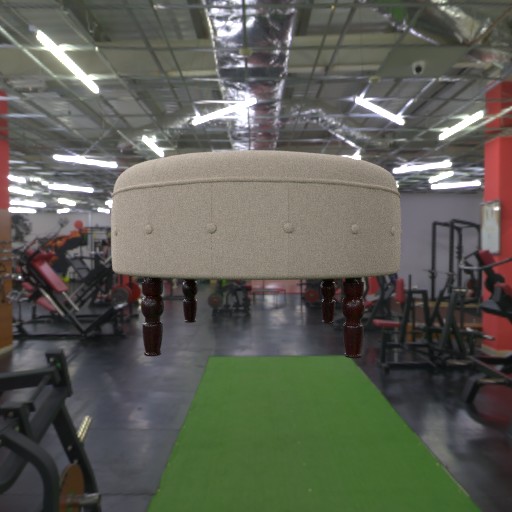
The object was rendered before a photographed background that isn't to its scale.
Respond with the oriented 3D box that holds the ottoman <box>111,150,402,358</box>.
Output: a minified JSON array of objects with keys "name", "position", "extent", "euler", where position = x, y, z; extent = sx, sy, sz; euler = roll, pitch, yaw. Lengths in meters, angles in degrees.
[{"name":"ottoman","position":[0.000,0.000,1.368],"extent":[0.848,0.494,0.848],"euler":[0,1,0]}]
